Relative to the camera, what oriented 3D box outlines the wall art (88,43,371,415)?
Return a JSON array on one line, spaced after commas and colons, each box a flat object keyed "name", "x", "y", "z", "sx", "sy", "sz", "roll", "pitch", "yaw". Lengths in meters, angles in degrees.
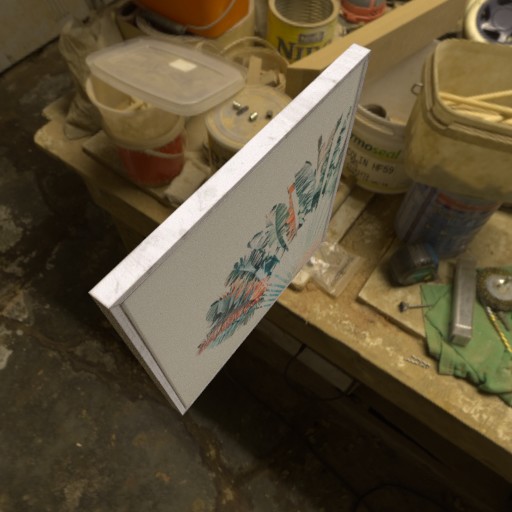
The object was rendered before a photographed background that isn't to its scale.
[{"name": "wall art", "x": 0.000, "y": 0.000, "z": 0.754, "sx": 0.029, "sy": 0.506, "sz": 0.508, "roll": 33, "pitch": 65, "yaw": 18}]
